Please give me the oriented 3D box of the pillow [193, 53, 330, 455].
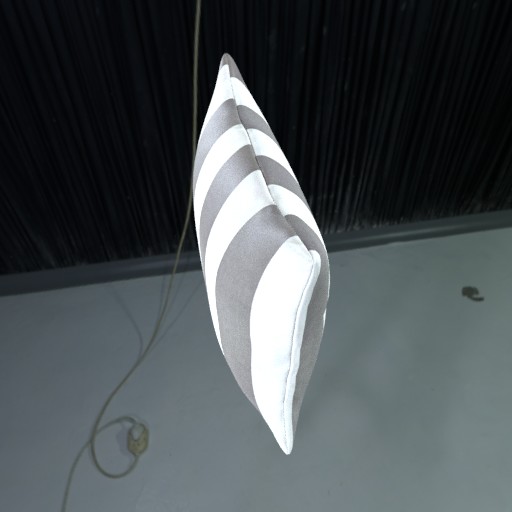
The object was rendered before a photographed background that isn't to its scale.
[{"bbox_3d":[0.000,0.000,0.789,0.192,0.507,0.522,-9,47,-9],"label":"pillow"}]
